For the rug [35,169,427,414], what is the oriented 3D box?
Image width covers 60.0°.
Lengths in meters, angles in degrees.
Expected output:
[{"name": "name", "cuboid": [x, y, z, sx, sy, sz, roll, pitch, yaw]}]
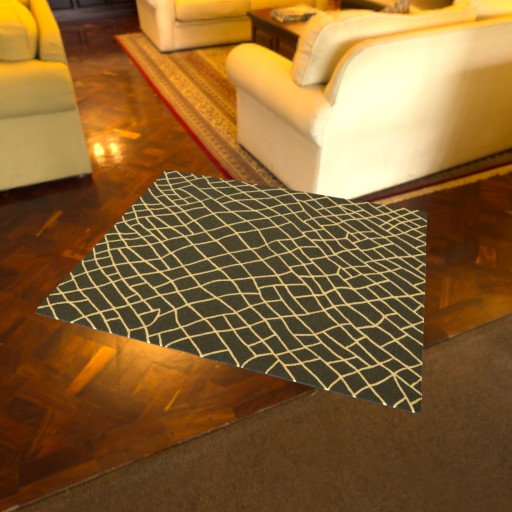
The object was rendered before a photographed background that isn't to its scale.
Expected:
[{"name": "rug", "cuboid": [0.000, 0.000, 4.156, 3.047, 0.022, 2.439, 11, 42, 13]}]
